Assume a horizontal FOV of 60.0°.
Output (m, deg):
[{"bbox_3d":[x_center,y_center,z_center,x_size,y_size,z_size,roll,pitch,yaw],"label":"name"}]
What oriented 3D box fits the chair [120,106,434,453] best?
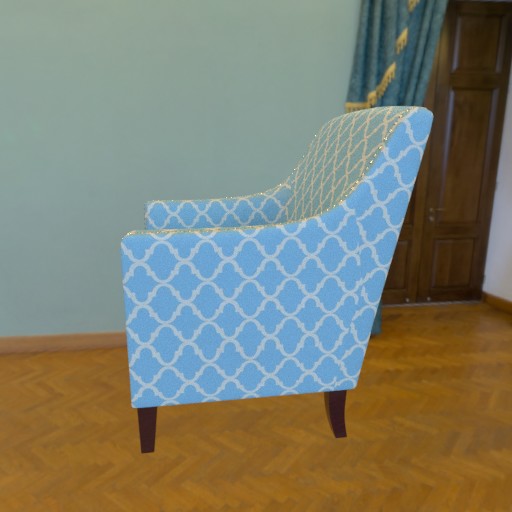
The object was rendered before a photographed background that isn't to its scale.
[{"bbox_3d":[0.000,0.000,1.288,0.686,0.817,0.617,-2,14,-9],"label":"chair"}]
